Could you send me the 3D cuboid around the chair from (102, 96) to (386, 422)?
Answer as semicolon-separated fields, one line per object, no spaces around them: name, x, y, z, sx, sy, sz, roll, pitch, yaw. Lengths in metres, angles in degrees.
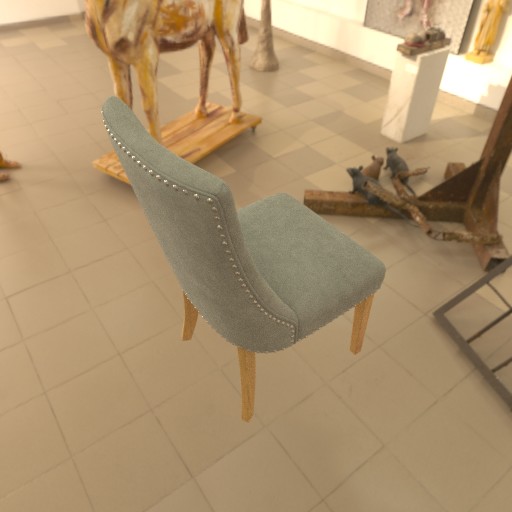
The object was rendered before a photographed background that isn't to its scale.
chair;0.000;0.000;1.266;0.610;0.902;0.495;-26;48;-26
